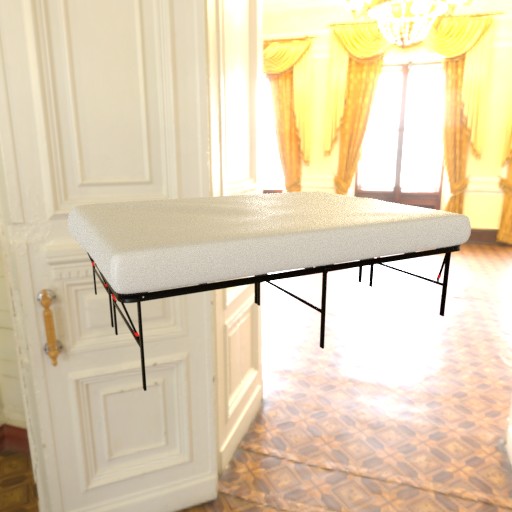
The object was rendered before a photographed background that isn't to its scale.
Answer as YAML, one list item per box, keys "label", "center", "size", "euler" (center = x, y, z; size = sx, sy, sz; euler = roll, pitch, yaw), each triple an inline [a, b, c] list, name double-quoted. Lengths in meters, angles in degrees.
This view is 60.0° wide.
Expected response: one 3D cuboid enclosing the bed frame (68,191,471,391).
- label: "bed frame"
  center: [0.000, 0.000, 2.904]
  size: [2.151, 0.667, 1.584]
  euler: [-7, 16, -27]
